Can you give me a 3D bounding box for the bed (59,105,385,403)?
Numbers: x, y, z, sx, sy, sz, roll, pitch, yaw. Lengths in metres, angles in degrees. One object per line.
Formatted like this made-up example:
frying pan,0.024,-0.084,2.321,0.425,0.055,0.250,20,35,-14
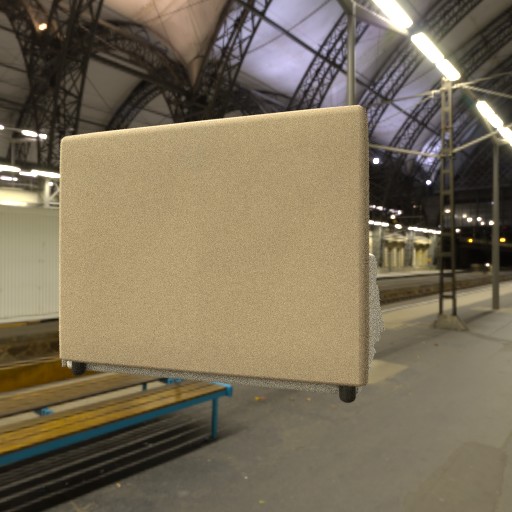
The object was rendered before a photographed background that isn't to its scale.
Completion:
bed,0.000,0.000,3.184,1.723,1.330,2.142,0,0,18
